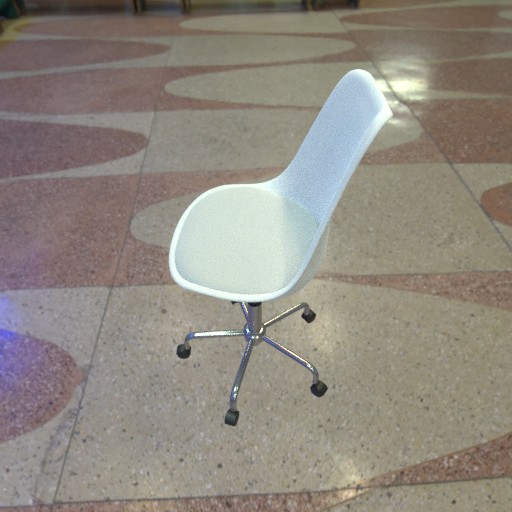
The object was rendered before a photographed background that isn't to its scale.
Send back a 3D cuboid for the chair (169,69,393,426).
[{"bbox_3d":[0.000,0.000,1.243,0.550,0.930,0.550,0,42,0],"label":"chair"}]
